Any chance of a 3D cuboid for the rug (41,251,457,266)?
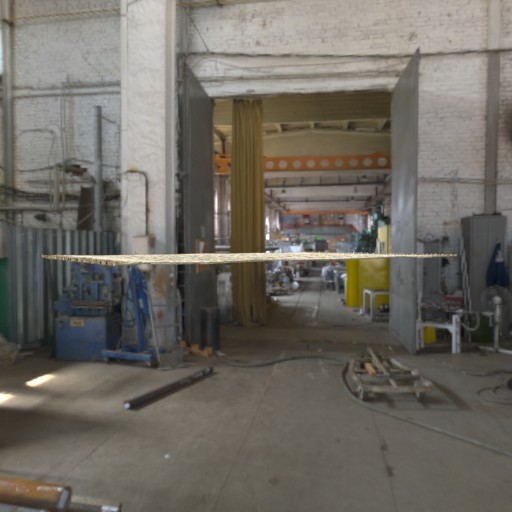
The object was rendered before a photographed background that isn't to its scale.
[{"bbox_3d":[0.000,0.000,3.026,2.431,0.025,1.530,-1,2,-36],"label":"rug"}]
